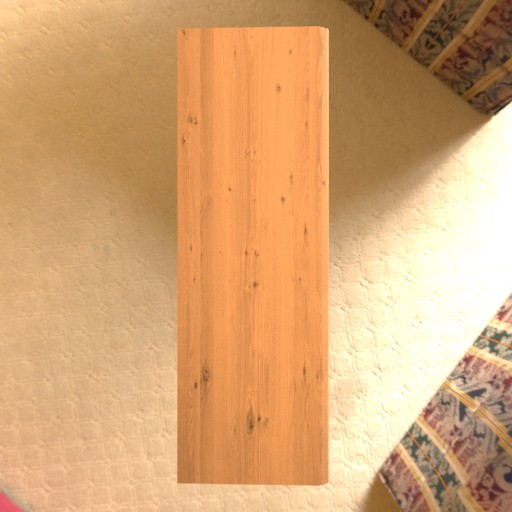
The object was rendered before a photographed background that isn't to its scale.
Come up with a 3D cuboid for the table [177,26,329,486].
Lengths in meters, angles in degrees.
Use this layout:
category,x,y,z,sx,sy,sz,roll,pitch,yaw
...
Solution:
category,x,y,z,sx,sy,sz,roll,pitch,yaw
table,0.000,0.000,1.418,0.400,0.510,1.200,0,90,2
